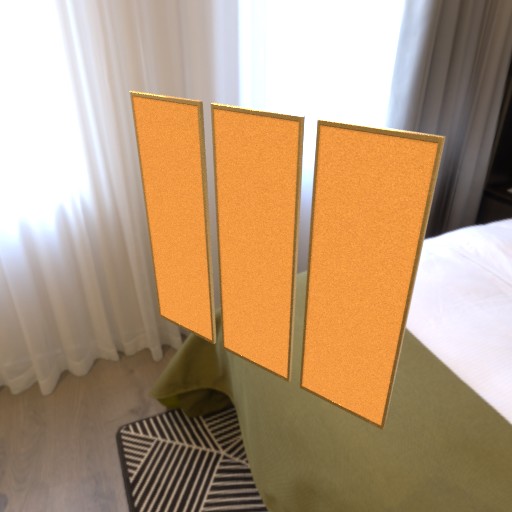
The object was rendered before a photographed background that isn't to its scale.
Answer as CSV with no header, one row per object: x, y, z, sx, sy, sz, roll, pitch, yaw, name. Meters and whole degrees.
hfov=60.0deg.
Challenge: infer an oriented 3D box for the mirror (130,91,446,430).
0.000,0.000,1.444,1.011,0.926,0.023,19,35,31,mirror
